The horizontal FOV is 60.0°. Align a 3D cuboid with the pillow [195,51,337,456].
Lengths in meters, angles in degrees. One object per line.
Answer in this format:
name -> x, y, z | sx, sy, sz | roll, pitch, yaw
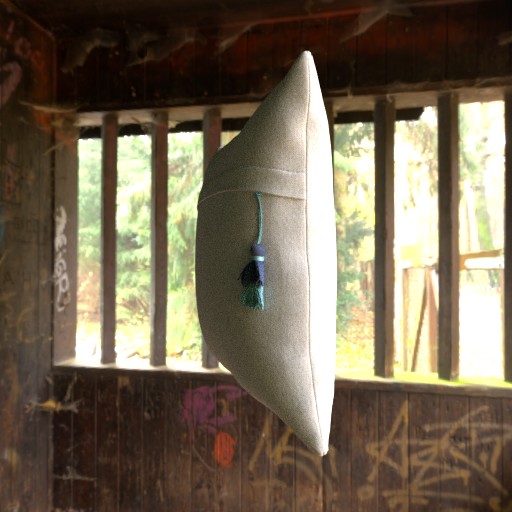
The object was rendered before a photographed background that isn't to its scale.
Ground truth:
pillow -> 0.000, 0.000, 0.680 | 0.173, 0.436, 0.433 | 0, -1, -18
